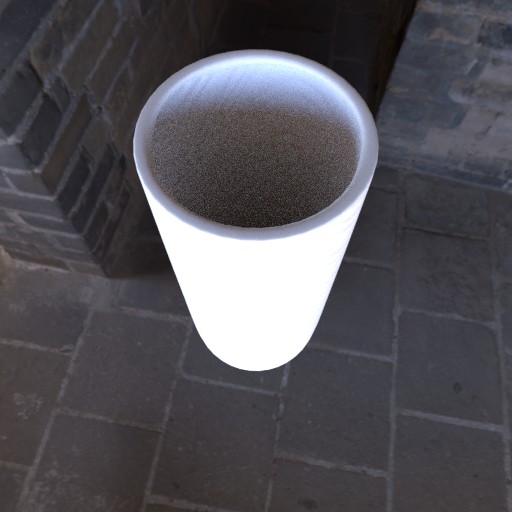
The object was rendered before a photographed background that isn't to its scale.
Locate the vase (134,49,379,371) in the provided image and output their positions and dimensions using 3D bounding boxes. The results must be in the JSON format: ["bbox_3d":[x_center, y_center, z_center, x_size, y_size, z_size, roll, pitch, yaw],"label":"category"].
[{"bbox_3d":[0.000,0.000,0.391,0.143,0.316,0.143,0,64,0],"label":"vase"}]
